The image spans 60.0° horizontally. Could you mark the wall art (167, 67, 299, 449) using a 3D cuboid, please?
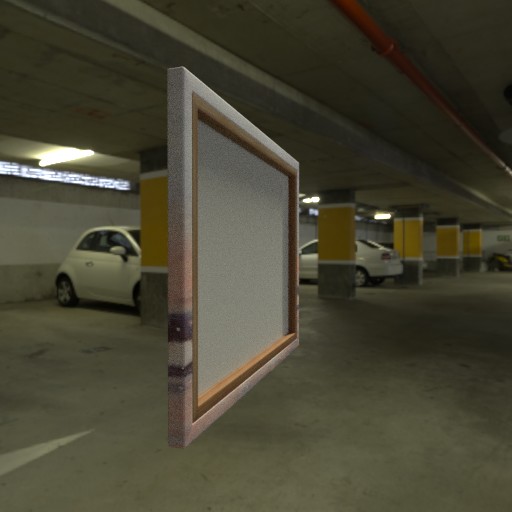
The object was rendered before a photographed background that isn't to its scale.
[{"bbox_3d":[0.000,0.000,1.366,0.038,0.763,1.015,0,1,19],"label":"wall art"}]
